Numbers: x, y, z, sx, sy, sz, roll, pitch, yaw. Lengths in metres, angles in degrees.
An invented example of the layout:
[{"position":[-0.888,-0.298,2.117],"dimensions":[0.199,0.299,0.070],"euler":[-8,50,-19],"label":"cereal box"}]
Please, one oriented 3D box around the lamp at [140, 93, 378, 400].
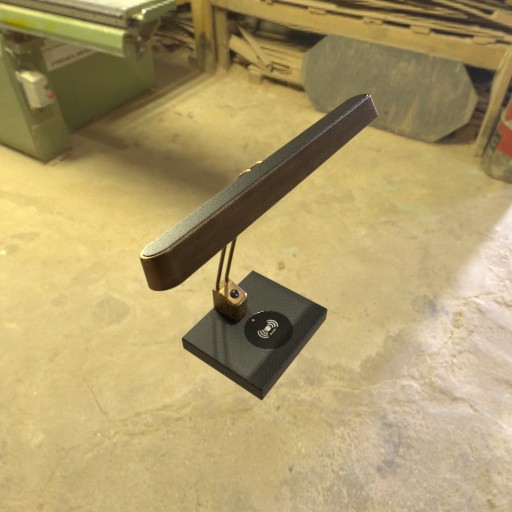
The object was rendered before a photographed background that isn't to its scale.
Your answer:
[{"position":[0.000,0.000,0.607],"dimensions":[0.156,0.345,0.412],"euler":[27,49,26],"label":"lamp"}]
